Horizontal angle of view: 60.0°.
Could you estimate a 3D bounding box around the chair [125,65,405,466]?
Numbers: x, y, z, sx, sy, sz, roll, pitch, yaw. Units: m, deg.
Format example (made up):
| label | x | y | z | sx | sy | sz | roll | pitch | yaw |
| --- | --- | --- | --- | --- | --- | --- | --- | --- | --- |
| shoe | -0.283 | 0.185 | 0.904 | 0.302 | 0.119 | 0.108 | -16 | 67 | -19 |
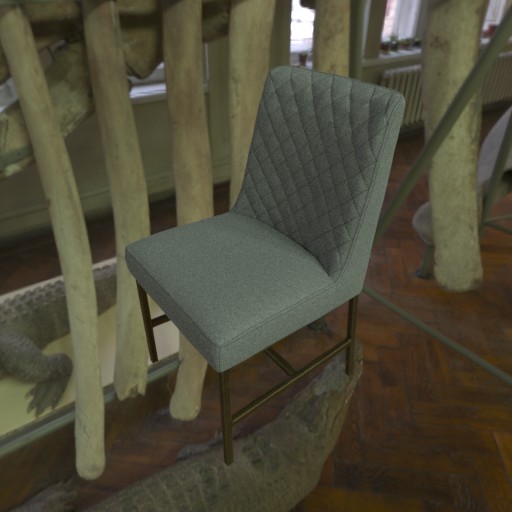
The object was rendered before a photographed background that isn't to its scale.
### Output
| label | x | y | z | sx | sy | sz | roll | pitch | yaw |
| --- | --- | --- | --- | --- | --- | --- | --- | --- | --- |
| chair | 0.000 | 0.000 | 1.242 | 0.587 | 0.889 | 0.508 | -22 | 39 | -30 |
